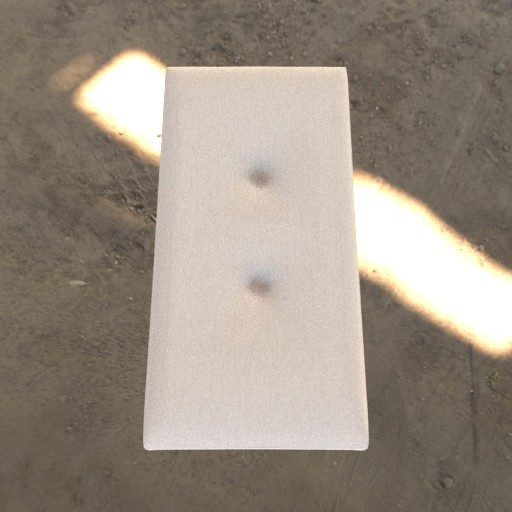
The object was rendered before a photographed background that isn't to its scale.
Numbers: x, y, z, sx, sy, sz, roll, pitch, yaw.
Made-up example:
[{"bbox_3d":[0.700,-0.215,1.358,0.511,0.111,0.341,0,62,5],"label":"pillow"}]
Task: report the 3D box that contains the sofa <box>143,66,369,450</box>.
[{"bbox_3d":[0.000,0.000,1.178,0.480,0.470,0.930,0,75,0],"label":"sofa"}]
